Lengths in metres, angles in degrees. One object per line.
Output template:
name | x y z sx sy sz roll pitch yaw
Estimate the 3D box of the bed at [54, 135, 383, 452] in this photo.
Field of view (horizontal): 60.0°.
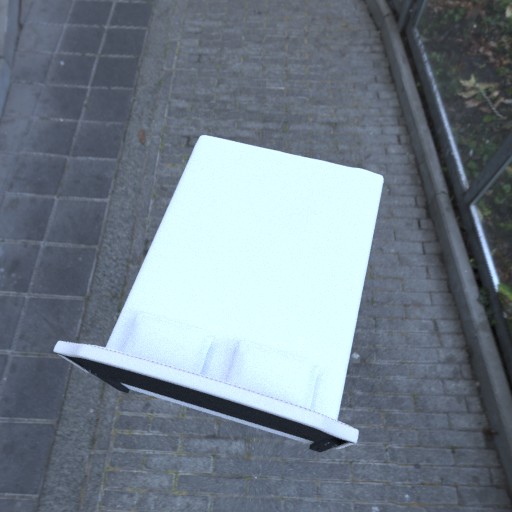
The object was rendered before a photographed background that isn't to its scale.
bed | 0.000 0.000 2.917 1.558 1.270 1.999 14 64 7
